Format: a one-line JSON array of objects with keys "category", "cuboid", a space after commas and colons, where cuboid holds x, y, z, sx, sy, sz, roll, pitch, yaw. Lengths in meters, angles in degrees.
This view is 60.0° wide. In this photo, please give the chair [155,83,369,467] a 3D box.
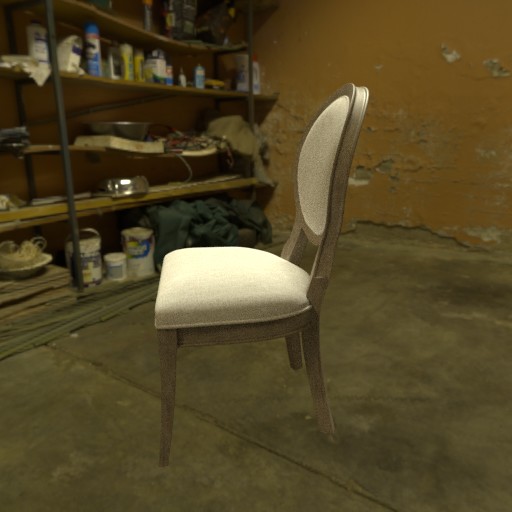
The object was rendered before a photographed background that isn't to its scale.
[{"category": "chair", "cuboid": [0.000, 0.000, 1.344, 0.602, 0.990, 0.558, -2, 15, -9]}]
